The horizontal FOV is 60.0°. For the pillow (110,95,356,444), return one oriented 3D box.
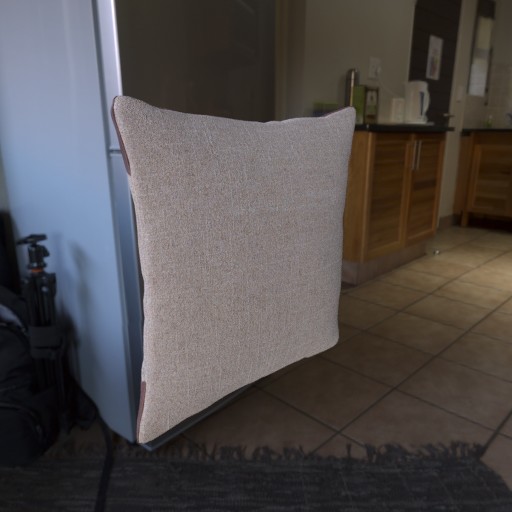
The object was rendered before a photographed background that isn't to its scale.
[{"bbox_3d":[0.000,0.000,0.680,0.437,0.448,0.147,-15,22,-41],"label":"pillow"}]
